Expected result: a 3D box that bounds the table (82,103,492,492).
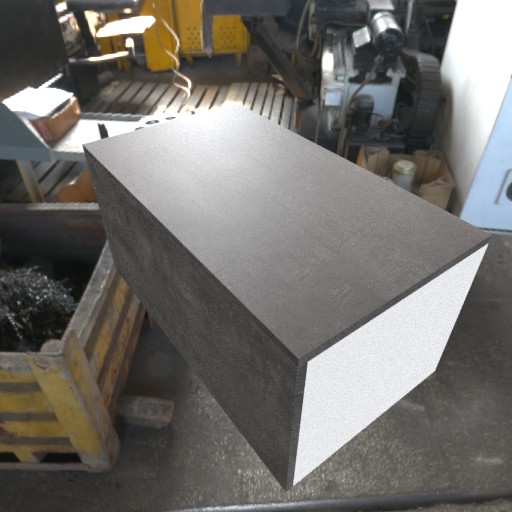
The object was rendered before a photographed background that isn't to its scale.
[{"bbox_3d":[0.000,0.000,0.928,0.400,0.350,0.700,-25,46,-28],"label":"table"}]
